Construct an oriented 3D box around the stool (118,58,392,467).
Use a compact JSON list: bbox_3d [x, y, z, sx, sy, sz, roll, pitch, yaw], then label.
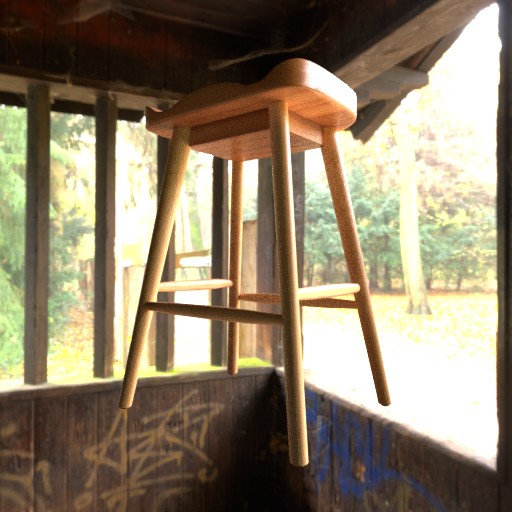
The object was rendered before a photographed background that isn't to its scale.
[{"bbox_3d":[0.000,0.000,0.908,0.440,0.615,0.361,0,-1,37],"label":"stool"}]
